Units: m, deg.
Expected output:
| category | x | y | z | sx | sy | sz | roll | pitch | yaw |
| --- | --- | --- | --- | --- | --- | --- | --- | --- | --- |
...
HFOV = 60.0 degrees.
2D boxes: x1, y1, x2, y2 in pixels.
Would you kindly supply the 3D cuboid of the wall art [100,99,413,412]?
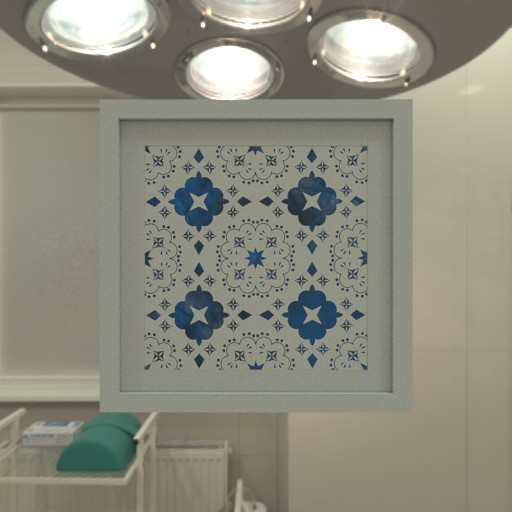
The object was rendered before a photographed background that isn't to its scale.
| category | x | y | z | sx | sy | sz | roll | pitch | yaw |
| --- | --- | --- | --- | --- | --- | --- | --- | --- | --- |
| wall art | 0.000 | 0.000 | 0.516 | 0.355 | 0.355 | 0.027 | 0 | 0 | 0 |
